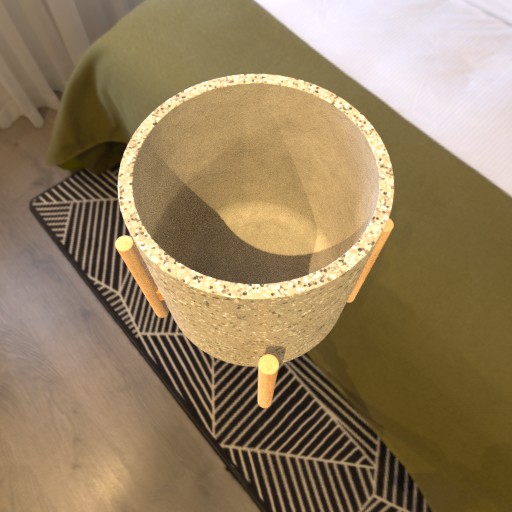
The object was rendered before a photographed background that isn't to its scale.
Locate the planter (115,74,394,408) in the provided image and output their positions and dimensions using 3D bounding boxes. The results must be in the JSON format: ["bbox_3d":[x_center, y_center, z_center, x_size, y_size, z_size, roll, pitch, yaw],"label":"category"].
[{"bbox_3d":[0.000,0.000,0.677,0.360,0.419,0.360,16,64,8],"label":"planter"}]
